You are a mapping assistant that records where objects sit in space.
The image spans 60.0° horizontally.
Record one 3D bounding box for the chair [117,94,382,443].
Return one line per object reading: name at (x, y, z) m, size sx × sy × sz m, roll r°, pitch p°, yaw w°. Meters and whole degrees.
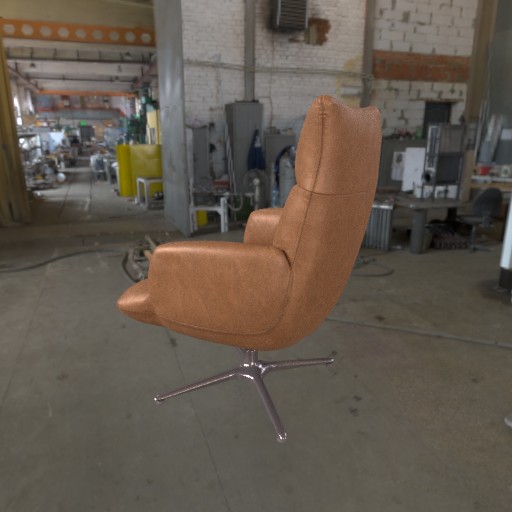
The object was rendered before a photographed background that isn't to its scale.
chair at (0.000, 0.000, 1.581) m, size 0.794 × 1.027 × 0.711 m, roll 7°, pitch 17°, yaw 24°
